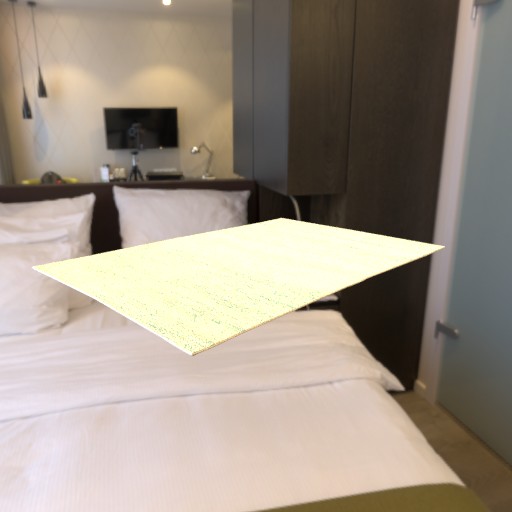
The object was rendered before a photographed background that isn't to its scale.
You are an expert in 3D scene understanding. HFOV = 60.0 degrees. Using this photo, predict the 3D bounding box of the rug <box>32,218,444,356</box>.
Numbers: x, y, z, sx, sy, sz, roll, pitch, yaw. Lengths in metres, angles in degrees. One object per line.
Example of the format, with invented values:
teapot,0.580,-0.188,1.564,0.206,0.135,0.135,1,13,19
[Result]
rug,0.000,0.000,2.968,1.593,0.029,2.305,15,21,43
